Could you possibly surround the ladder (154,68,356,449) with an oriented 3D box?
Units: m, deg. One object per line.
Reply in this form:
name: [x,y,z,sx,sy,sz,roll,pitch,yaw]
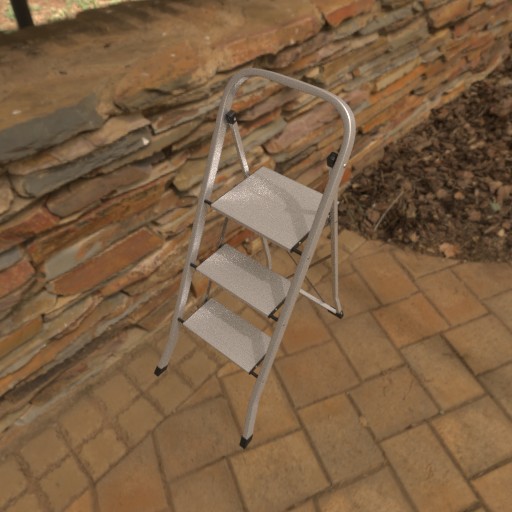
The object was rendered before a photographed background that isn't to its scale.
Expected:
ladder: [0.000,0.000,1.439,0.465,1.070,0.704,30,54,26]
